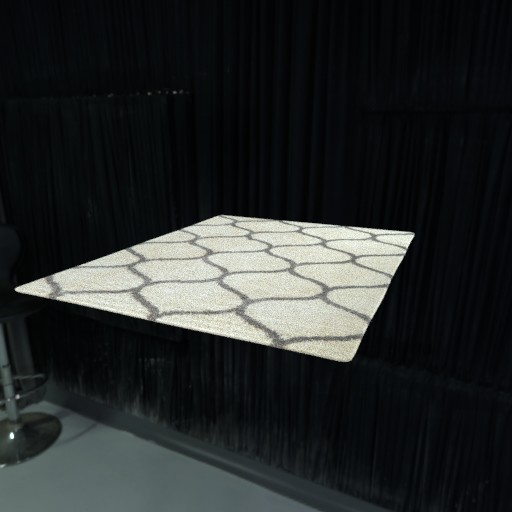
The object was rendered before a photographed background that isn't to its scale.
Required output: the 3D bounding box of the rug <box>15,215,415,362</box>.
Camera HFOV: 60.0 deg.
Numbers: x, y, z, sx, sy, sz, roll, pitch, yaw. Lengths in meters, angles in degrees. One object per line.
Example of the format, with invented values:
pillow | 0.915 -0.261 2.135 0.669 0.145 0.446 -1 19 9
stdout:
rug | 0.000 0.000 3.953 2.399 0.026 3.000 7 18 24
